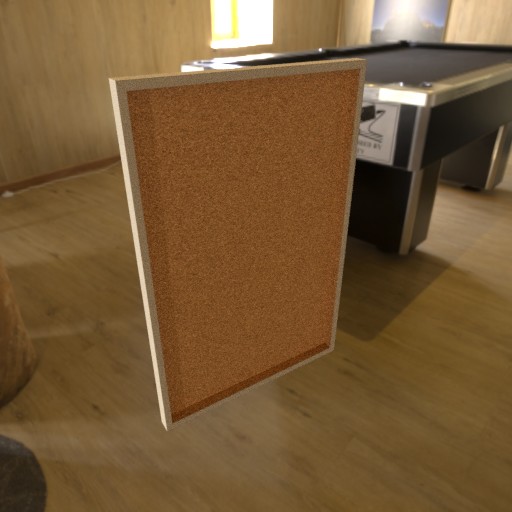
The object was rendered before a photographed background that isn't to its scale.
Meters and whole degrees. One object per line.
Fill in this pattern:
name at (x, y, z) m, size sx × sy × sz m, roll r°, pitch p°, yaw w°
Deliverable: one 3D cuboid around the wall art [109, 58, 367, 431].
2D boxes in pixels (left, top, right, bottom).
wall art at (0.000, 0.000, 1.160) m, size 0.610 × 0.914 × 0.038 m, roll -18°, pitch 34°, yaw -28°
